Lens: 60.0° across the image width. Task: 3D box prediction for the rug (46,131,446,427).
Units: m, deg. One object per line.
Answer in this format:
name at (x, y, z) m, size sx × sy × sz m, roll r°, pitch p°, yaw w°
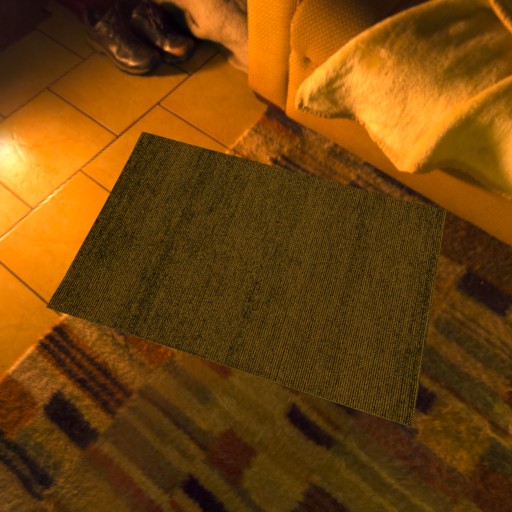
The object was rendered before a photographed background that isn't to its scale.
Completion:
rug at (0.000, 0.000, 2.248) m, size 1.777 × 0.021 × 1.145 m, roll 16°, pitch 65°, yaw 8°
